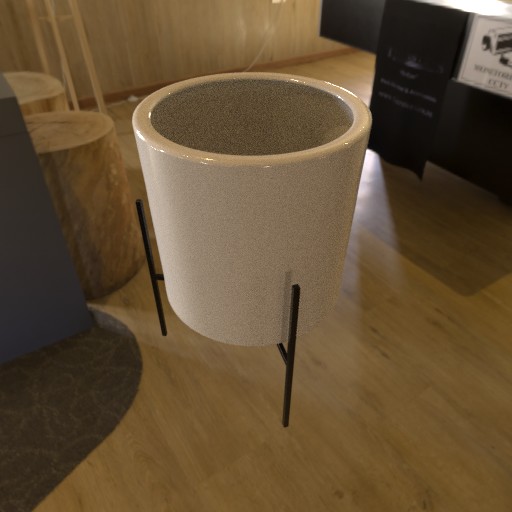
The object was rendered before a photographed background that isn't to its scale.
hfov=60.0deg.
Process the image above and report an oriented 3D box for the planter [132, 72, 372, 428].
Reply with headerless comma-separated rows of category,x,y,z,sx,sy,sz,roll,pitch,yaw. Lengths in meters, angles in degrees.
planter,0.000,0.000,0.649,0.307,0.431,0.308,-11,41,-13
